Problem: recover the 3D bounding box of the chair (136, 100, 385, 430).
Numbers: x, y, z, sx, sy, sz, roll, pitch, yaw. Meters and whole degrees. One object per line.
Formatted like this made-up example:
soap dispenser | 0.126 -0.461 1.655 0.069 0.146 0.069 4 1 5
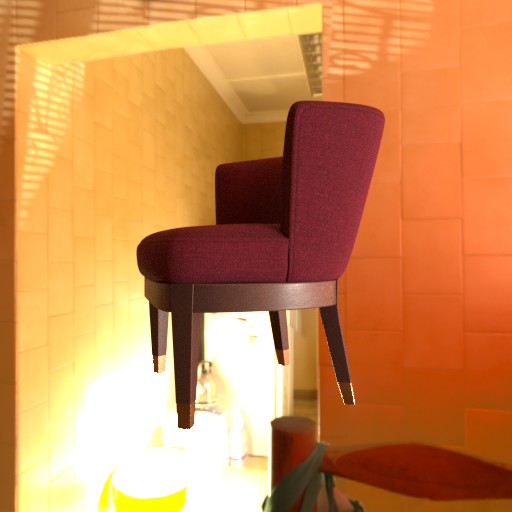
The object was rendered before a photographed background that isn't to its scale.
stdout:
chair | 0.000 0.000 1.288 0.660 0.760 0.700 0 -1 -19
